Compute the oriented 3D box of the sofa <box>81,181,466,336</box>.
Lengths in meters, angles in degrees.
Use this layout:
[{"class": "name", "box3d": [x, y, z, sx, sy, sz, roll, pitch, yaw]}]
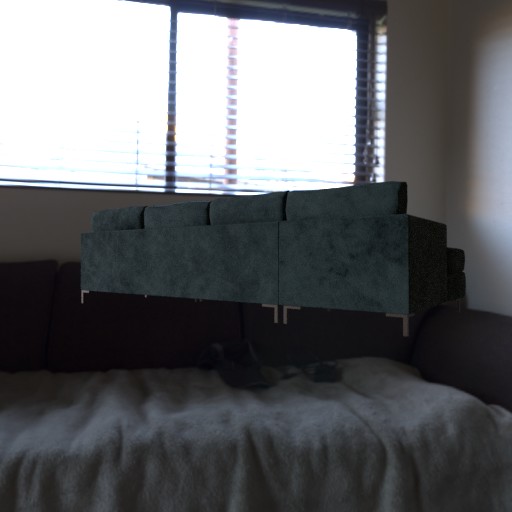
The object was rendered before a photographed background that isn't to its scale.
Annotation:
[{"class": "sofa", "box3d": [0.000, 0.000, 4.195, 3.400, 0.967, 1.500, 0, 0, 36]}]
